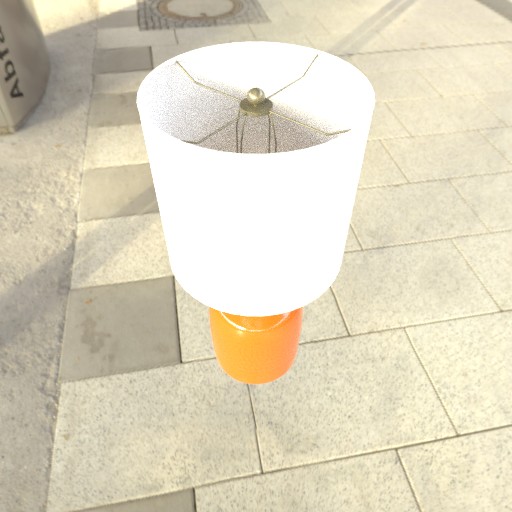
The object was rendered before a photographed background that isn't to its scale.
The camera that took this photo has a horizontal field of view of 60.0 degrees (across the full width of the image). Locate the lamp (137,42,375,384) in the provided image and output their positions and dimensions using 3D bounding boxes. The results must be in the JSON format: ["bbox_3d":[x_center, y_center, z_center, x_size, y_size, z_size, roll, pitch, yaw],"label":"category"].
[{"bbox_3d":[0.000,0.000,1.106,0.418,0.871,0.418,-10,48,-9],"label":"lamp"}]
